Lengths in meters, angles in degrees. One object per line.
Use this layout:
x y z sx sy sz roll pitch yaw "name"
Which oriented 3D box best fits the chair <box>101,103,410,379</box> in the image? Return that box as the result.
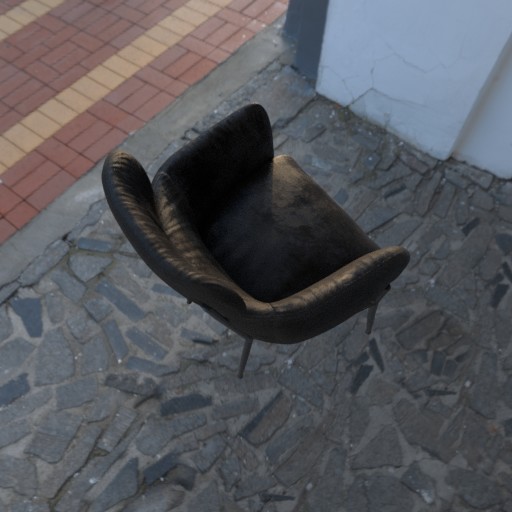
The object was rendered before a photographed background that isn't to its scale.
0.000 0.000 1.265 0.604 0.818 0.640 -32 65 -16 "chair"
